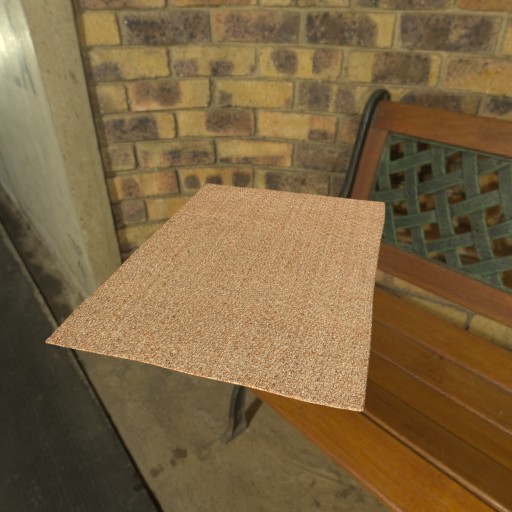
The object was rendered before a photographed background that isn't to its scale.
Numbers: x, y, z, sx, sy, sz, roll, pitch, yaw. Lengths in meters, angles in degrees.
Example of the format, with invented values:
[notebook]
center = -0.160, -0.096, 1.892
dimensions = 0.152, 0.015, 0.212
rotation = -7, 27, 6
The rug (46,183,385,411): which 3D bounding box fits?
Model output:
[rug]
center = 0.000, 0.000, 2.859
dimensions = 1.566, 0.013, 2.141
rotation = 8, 32, 13
